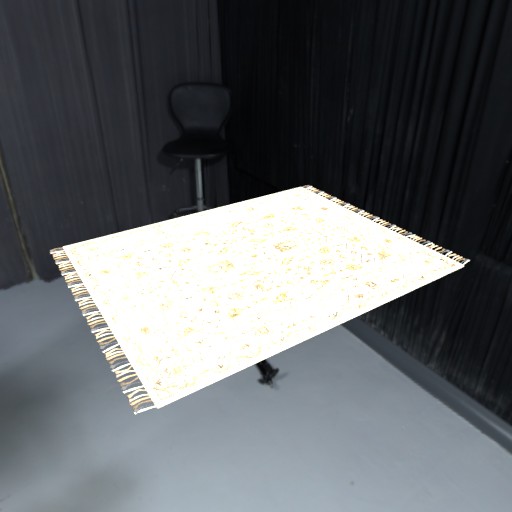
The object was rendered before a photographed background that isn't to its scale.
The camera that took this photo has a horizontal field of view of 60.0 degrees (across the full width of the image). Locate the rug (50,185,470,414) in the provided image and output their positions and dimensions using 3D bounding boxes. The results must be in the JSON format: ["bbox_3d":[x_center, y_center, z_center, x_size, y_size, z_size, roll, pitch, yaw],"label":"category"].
[{"bbox_3d":[0.000,0.000,2.240,1.726,0.009,1.278,-18,34,-29],"label":"rug"}]
